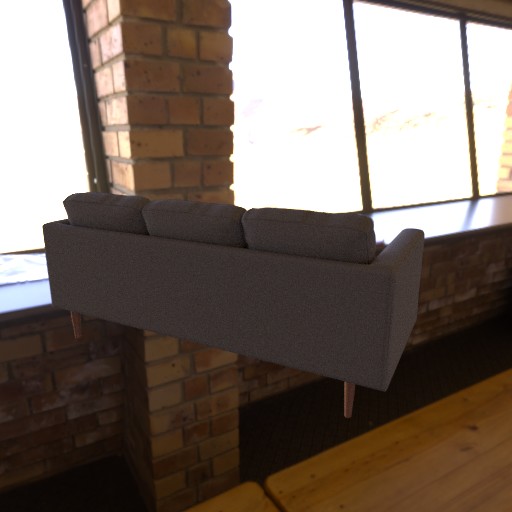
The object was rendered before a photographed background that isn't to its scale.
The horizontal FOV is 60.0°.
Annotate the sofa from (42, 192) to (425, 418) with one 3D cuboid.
[{"bbox_3d":[0.000,0.000,2.882,2.031,0.897,1.591,8,18,26],"label":"sofa"}]
